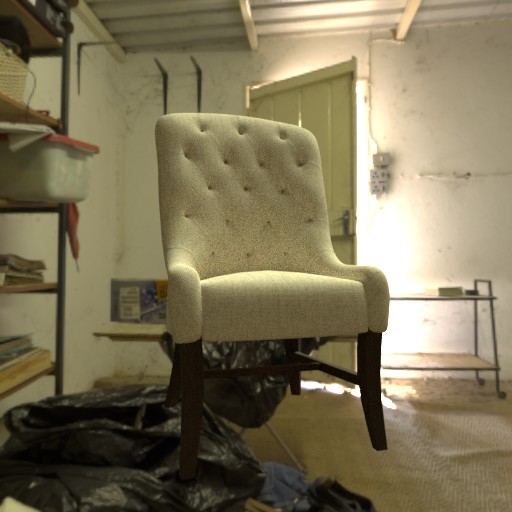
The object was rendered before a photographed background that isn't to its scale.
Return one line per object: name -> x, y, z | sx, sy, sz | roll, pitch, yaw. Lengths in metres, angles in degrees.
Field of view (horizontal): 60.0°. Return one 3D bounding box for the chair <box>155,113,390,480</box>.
chair -> 0.000, 0.000, 1.456 | 0.634, 1.091, 0.629 | 0, -1, -18
